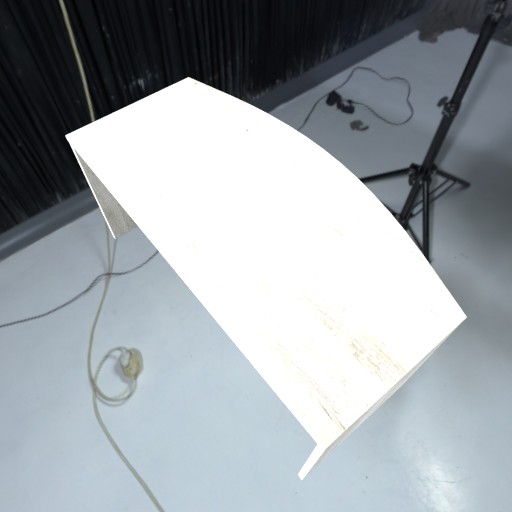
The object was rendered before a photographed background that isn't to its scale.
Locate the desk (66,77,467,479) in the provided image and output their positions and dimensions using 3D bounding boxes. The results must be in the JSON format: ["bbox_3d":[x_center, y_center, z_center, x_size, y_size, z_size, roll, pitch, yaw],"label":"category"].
[{"bbox_3d":[0.000,0.000,2.011,0.802,0.752,1.600,-34,64,-20],"label":"desk"}]
